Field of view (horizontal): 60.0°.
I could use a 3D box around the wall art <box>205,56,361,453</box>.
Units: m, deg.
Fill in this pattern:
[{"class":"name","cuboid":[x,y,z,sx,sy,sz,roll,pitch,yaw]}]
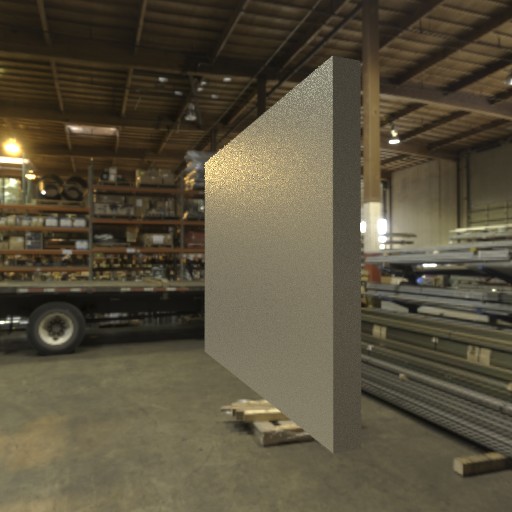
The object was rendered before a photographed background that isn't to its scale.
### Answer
[{"class":"wall art","cuboid":[0.000,0.000,1.399,0.066,0.801,1.056,0,-1,-21]}]
